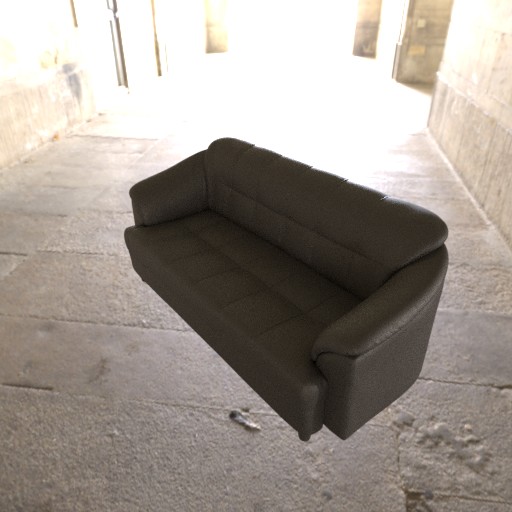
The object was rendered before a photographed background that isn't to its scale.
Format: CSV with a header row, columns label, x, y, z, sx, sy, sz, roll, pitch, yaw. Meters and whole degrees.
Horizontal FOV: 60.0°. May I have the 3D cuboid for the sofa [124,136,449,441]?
label,x,y,z,sx,sy,sz,roll,pitch,yaw
sofa,0.000,0.000,2.276,0.800,0.811,1.829,-22,37,-32
